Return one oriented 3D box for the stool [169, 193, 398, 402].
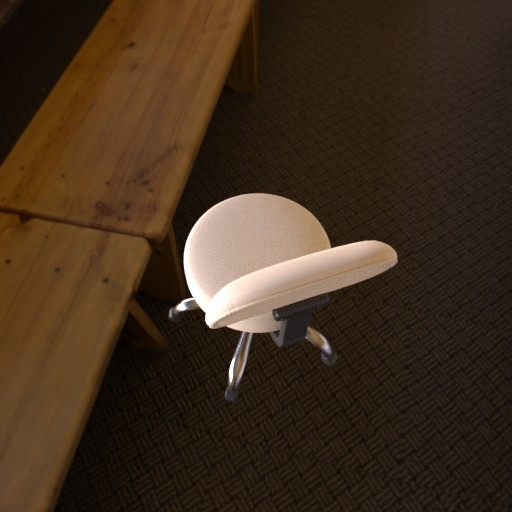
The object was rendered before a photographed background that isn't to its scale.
[{"bbox_3d":[0.000,0.000,1.265,0.609,0.810,0.616,-17,61,-10],"label":"stool"}]
